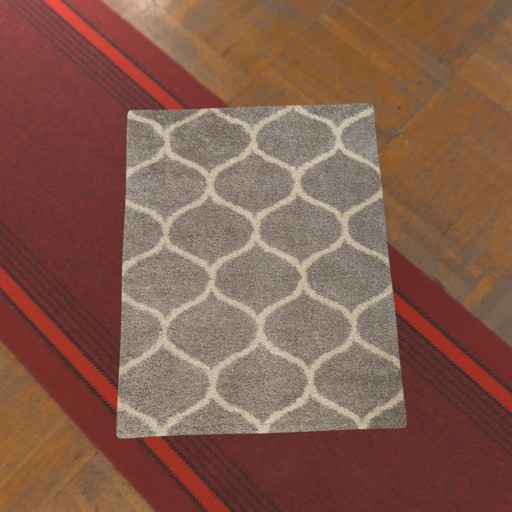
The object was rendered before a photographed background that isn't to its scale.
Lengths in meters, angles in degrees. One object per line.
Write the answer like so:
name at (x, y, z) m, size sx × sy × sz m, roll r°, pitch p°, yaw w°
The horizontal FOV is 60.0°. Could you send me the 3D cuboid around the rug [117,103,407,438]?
rug at (0.000, 0.000, 3.994) m, size 2.399 × 0.026 × 3.000 m, roll -2°, pitch 77°, yaw 0°
